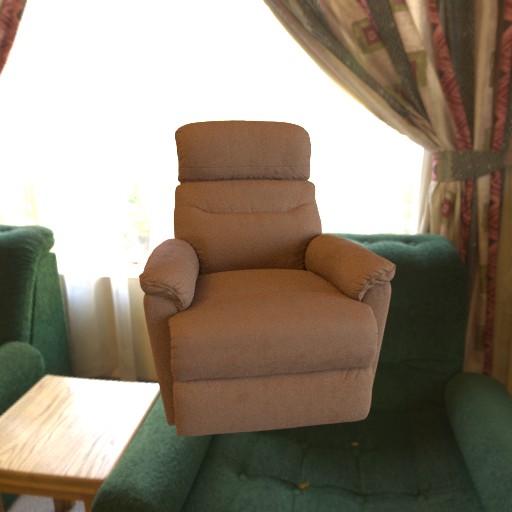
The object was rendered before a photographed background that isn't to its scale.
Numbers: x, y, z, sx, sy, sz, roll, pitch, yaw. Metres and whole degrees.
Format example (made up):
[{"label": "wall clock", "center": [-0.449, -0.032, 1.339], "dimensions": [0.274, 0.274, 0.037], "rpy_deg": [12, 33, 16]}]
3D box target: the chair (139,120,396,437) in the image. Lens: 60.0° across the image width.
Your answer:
[{"label": "chair", "center": [0.000, 0.000, 1.752], "dimensions": [0.820, 1.037, 1.004], "rpy_deg": [-2, 17, -8]}]
